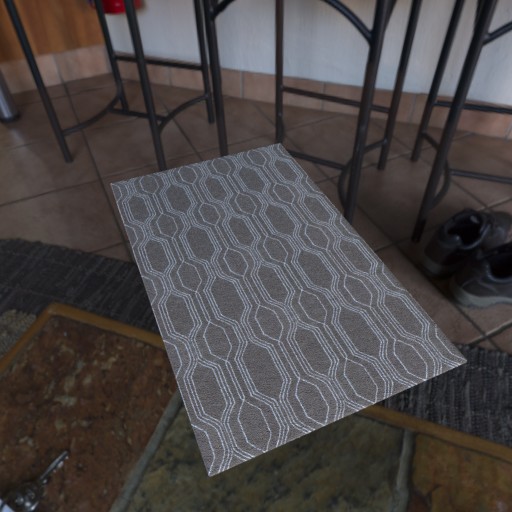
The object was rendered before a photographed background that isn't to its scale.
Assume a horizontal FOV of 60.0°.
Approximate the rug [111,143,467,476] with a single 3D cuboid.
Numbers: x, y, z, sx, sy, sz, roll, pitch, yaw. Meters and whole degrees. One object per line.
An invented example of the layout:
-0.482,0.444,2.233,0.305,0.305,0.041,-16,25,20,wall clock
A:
0.000,0.000,3.067,1.541,0.012,2.457,-17,49,-16,rug
